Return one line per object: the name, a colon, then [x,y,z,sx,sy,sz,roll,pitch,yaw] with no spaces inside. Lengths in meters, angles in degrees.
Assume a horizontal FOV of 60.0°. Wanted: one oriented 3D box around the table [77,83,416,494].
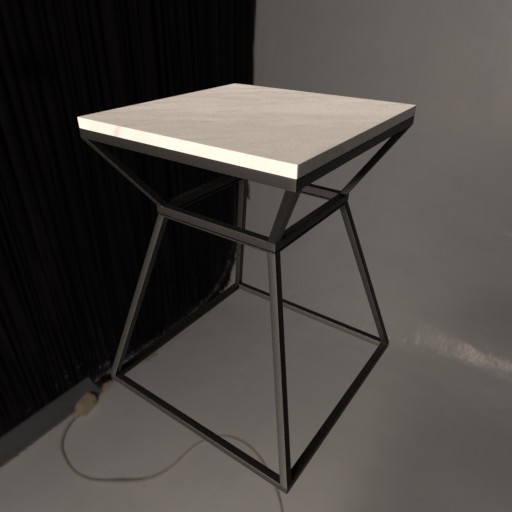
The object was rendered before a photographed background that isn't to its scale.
table: [0.000,0.000,0.878,0.455,0.559,0.455,20,35,30]
